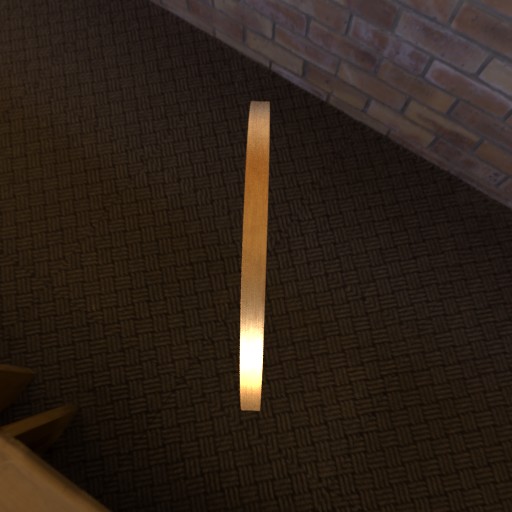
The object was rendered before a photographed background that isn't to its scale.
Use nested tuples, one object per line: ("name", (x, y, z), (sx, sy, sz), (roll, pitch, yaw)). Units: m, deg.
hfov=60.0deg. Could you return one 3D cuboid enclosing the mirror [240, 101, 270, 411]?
("mirror", (0.000, 0.000, 0.858), (0.032, 0.565, 0.565), (2, 75, 0))
